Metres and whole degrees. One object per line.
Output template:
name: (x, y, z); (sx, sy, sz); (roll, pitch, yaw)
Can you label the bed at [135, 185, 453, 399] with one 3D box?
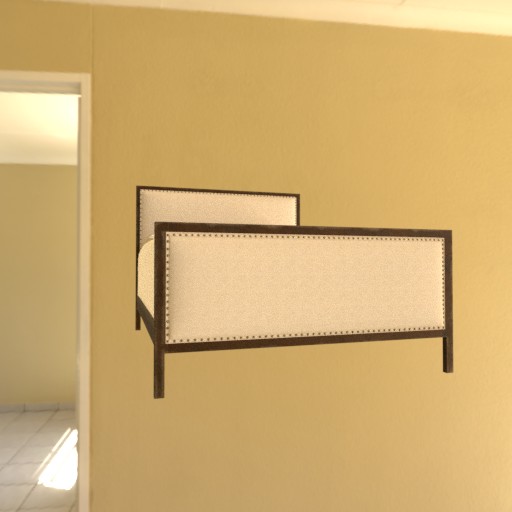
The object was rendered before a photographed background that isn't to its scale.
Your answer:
bed: (0.000, 0.000, 3.226); (1.607, 1.313, 2.221); (0, -1, -17)
